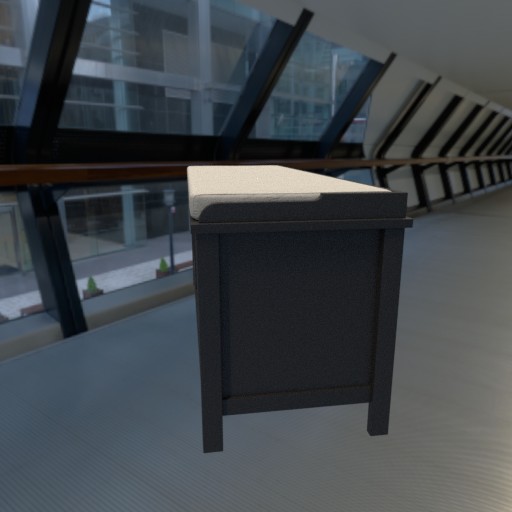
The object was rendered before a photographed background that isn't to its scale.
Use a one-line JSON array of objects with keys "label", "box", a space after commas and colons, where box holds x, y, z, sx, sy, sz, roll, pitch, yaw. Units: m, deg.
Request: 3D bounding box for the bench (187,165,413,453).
[{"label": "bench", "box": [0.000, 0.000, 1.365, 0.398, 0.501, 1.140, -2, 14, -9]}]
